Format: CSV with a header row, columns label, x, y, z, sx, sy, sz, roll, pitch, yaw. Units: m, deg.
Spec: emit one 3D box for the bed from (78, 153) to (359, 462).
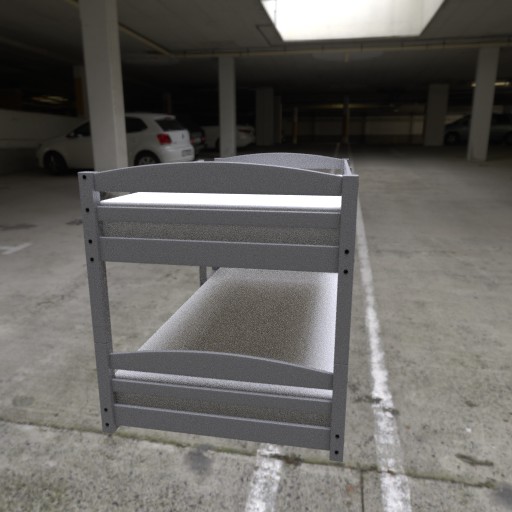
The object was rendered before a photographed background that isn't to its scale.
label,x,y,z,sx,sy,sz,roll,pitch,yaw
bed,0.000,0.000,2.733,1.105,1.206,2.013,3,14,10
